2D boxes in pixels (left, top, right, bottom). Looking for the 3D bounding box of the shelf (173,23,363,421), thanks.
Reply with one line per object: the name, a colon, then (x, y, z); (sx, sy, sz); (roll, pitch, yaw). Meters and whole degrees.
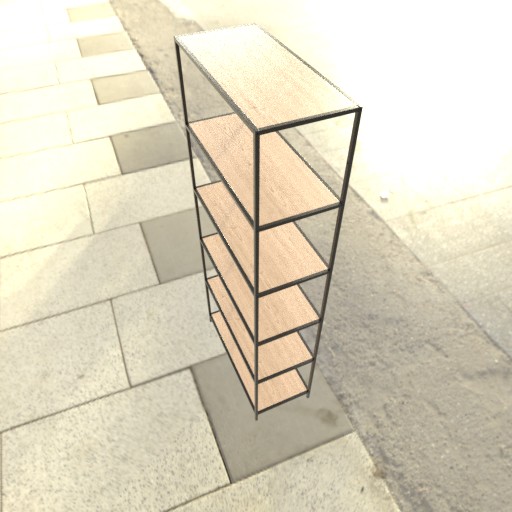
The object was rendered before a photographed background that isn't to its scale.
shelf: (0.000, 0.000, 2.171); (0.350, 1.850, 0.770); (-18, 49, -17)
